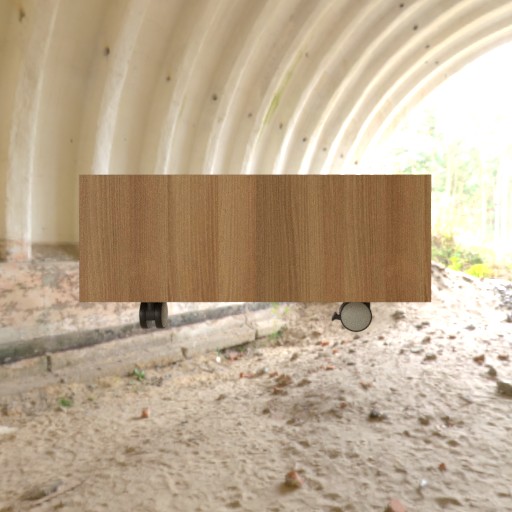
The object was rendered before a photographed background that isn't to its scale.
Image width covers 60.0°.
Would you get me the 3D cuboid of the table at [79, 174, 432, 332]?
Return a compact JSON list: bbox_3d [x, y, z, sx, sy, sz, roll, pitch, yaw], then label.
[{"bbox_3d":[0.000,0.000,1.431,0.700,0.330,1.100,0,0,0],"label":"table"}]
